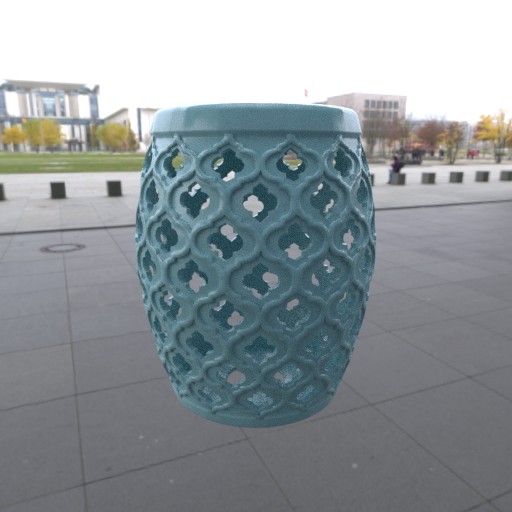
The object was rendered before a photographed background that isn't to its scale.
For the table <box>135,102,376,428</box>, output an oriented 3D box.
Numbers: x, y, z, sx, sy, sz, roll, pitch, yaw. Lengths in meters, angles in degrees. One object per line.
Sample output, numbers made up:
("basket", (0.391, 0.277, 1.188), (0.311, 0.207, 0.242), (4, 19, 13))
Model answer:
("table", (0.000, 0.000, 0.625), (0.325, 0.388, 0.325), (0, 14, 0))
